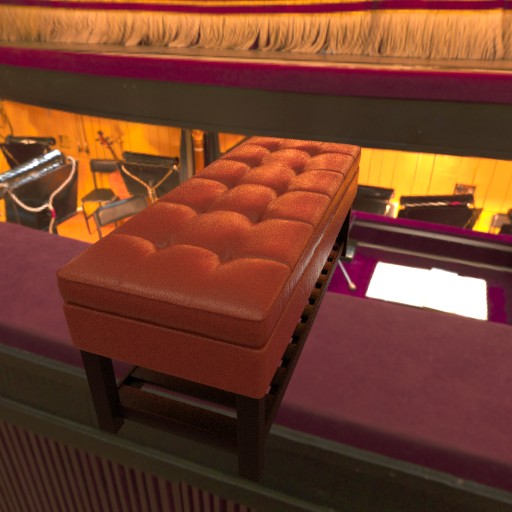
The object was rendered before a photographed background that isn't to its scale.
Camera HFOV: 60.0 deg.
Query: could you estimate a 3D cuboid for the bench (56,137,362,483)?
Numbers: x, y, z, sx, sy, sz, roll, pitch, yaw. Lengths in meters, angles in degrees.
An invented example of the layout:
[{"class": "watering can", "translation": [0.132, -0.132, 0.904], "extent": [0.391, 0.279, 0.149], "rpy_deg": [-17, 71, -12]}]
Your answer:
[{"class": "bench", "translation": [0.000, 0.000, 1.325], "extent": [0.432, 0.460, 1.105], "rpy_deg": [10, 31, 17]}]
